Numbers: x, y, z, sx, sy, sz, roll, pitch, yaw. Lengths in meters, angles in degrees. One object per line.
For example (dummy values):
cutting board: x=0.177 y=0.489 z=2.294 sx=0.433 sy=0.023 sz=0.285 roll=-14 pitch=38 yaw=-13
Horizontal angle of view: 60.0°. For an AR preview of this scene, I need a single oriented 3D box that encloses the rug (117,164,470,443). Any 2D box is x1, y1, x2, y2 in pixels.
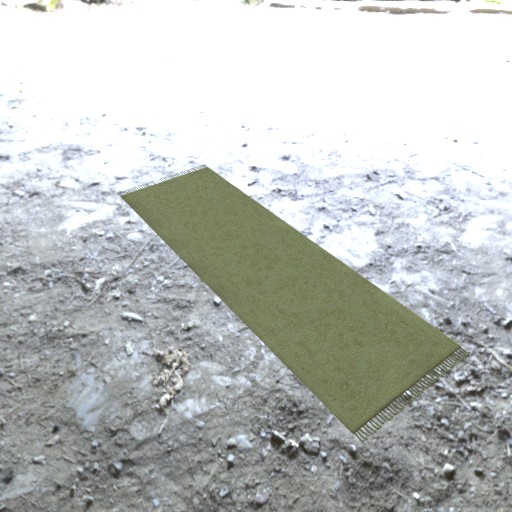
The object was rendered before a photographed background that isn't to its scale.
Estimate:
rug: x=0.000 y=0.000 z=2.841 sx=0.795 sy=0.015 sz=2.544 roll=-25 pitch=45 yaw=-28
